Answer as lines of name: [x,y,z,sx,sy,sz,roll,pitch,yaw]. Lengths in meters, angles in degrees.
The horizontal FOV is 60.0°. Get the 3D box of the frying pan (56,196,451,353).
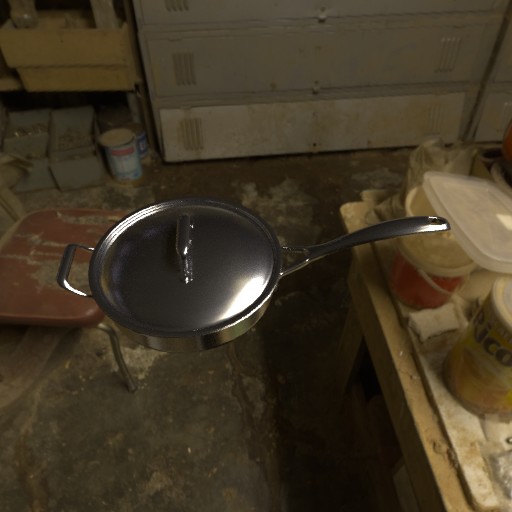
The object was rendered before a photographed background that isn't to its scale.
frying pan: [0.000,0.000,0.658,0.561,0.114,0.280,-3,46,-3]
